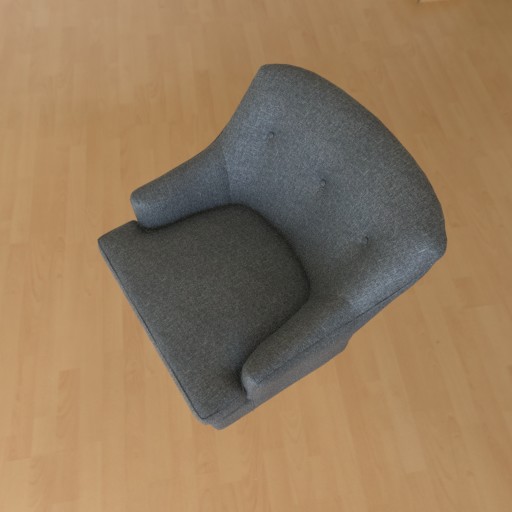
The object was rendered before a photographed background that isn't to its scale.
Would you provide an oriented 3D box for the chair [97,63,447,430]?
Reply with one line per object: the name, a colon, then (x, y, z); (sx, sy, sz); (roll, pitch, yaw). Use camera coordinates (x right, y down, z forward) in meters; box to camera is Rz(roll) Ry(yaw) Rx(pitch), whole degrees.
chair: (0.000, 0.000, 1.585); (0.923, 0.856, 0.864); (-31, 67, -14)
